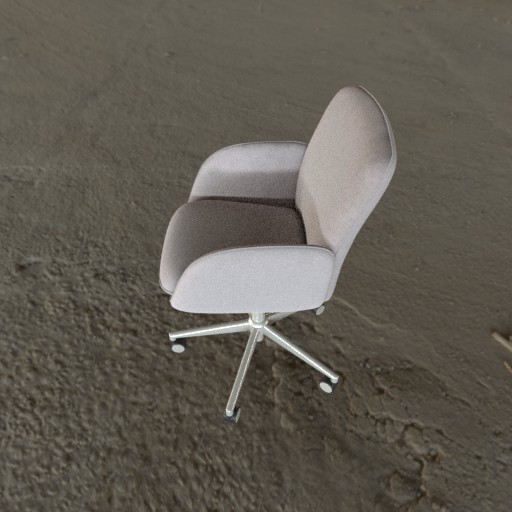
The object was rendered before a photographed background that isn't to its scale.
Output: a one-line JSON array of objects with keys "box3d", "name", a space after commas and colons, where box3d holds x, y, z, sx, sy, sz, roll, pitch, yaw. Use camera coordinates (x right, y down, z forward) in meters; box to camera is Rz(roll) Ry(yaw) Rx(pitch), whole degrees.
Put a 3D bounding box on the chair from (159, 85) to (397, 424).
[{"box3d": [0.000, 0.000, 1.411, 0.654, 0.959, 0.648, -1, 42, -1], "name": "chair"}]
